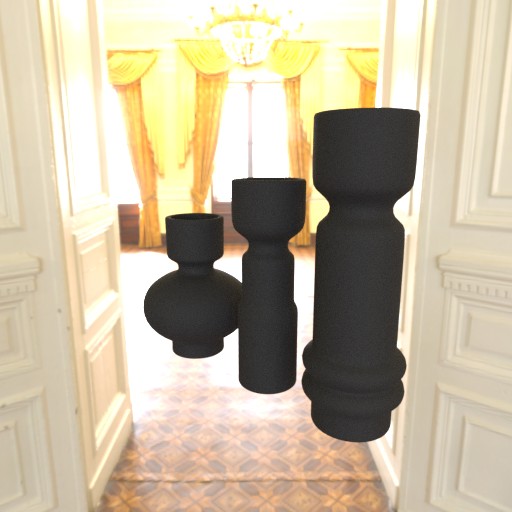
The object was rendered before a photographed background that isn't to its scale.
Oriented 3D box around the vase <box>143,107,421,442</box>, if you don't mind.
[{"bbox_3d":[0.000,0.000,0.425,0.307,0.249,0.120,12,18,43],"label":"vase"}]
